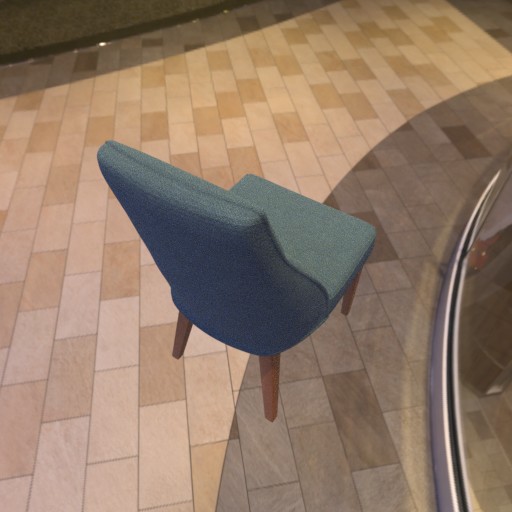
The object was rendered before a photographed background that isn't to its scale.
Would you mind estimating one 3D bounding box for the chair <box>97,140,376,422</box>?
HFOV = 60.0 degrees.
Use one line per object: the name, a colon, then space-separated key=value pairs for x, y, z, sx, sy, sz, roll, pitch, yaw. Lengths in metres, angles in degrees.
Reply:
chair: x=0.000 y=0.000 z=1.270 sx=0.500 sy=0.930 sz=0.620 roll=27 pitch=53 yaw=22
